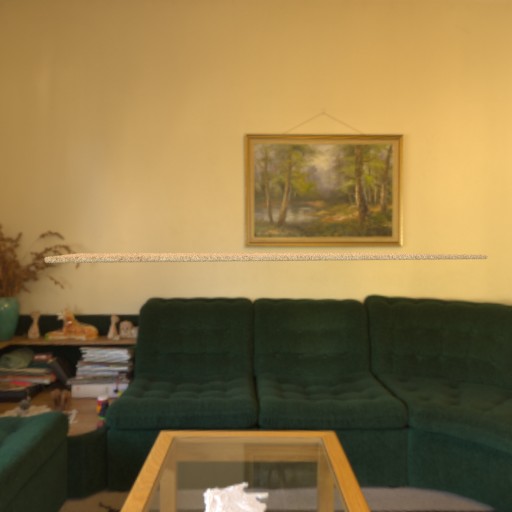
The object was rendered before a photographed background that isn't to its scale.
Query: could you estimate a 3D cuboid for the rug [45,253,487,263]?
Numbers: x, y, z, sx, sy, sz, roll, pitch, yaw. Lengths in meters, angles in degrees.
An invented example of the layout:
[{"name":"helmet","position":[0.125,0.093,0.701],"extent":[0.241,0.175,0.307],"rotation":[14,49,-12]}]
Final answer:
[{"name":"rug","position":[0.000,0.000,2.931],"extent":[2.346,0.025,1.500],"rotation":[0,1,-18]}]
